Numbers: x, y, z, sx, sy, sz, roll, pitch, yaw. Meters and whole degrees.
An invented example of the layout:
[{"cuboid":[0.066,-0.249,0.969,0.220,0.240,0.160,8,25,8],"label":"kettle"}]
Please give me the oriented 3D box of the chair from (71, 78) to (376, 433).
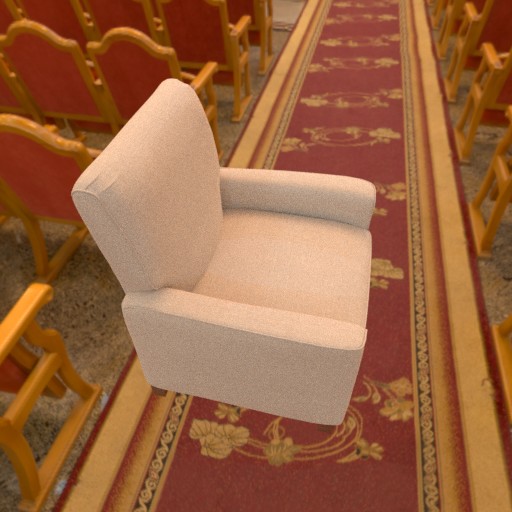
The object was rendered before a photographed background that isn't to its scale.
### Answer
[{"cuboid":[0.000,0.000,1.635,0.858,1.023,0.841,9,46,9],"label":"chair"}]
